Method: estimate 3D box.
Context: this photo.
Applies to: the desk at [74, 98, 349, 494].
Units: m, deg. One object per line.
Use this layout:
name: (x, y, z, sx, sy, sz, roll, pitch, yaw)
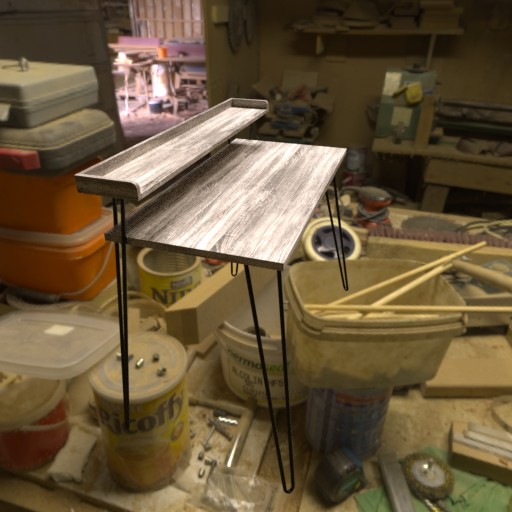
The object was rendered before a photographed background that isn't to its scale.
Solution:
desk: (0.000, 0.000, 1.620, 0.605, 0.899, 1.135, 9, 31, 16)
